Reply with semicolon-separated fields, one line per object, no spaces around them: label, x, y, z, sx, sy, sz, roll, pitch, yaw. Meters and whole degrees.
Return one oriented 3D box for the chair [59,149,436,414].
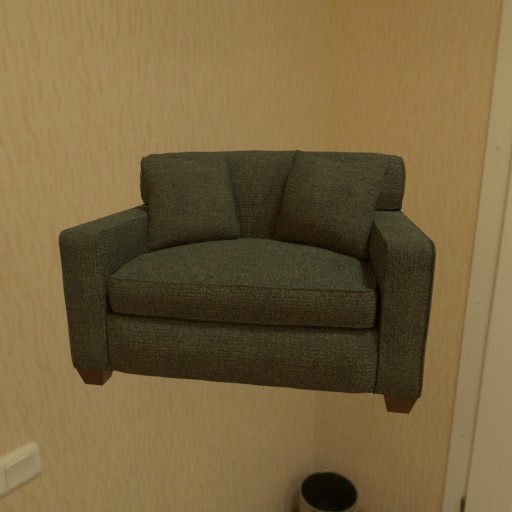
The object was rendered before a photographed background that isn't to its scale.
chair;0.000;0.000;2.042;1.383;0.948;1.000;2;14;9
